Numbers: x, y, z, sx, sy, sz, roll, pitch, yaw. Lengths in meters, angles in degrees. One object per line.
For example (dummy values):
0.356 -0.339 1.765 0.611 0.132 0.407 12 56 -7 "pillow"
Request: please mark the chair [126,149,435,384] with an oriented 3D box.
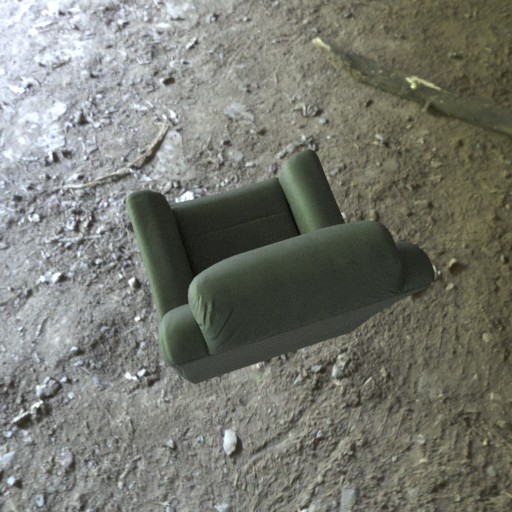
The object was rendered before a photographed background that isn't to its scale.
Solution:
0.000 0.000 1.931 0.967 1.116 1.068 -16 59 -10 "chair"
